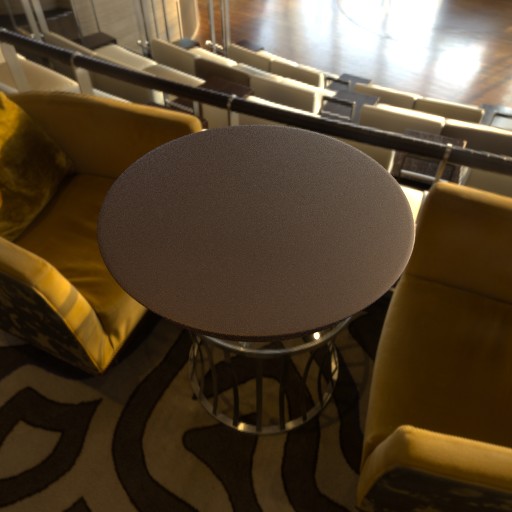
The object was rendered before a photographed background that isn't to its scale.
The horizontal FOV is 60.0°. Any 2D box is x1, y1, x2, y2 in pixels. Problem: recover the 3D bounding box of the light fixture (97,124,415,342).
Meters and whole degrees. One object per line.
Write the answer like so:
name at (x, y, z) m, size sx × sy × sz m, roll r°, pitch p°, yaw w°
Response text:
light fixture at (0.000, 0.000, 0.449) m, size 0.280 × 0.135 × 0.280 m, roll 0°, pitch 47°, yaw 0°
